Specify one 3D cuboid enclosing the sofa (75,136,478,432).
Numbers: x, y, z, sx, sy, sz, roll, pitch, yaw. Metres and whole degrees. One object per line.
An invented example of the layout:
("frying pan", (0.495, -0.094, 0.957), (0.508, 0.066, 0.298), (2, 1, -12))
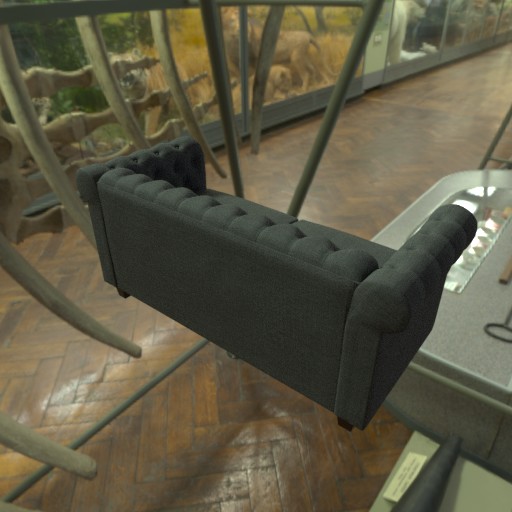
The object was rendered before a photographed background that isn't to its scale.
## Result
("sofa", (0.000, 0.000, 2.240), (1.798, 0.797, 0.783), (22, 38, 32))
